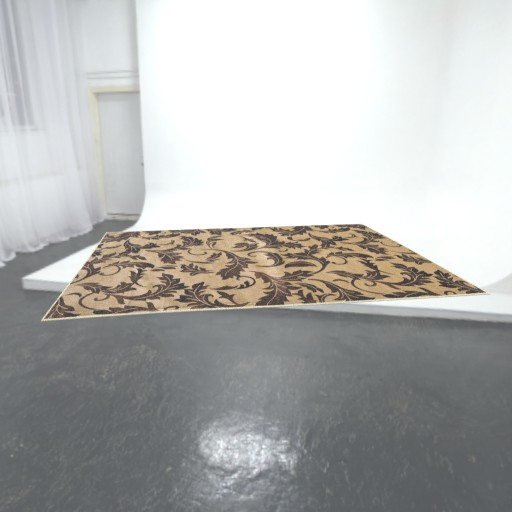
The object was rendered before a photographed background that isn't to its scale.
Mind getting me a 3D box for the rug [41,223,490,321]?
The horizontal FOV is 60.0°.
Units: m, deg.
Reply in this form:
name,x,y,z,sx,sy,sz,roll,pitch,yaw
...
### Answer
name,x,y,z,sx,sy,sz,roll,pitch,yaw
rug,0.000,0.000,3.997,2.977,0.008,2.380,-2,16,-9
